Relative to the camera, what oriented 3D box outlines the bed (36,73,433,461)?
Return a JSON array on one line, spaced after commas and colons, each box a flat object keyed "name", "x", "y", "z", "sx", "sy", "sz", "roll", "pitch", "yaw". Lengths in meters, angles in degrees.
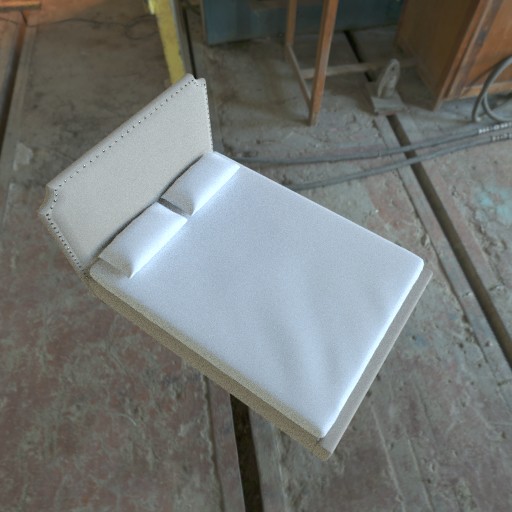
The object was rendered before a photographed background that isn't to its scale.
[{"name": "bed", "x": 0.000, "y": 0.000, "z": 3.388, "sx": 2.372, "sy": 1.443, "sz": 1.713, "roll": 31, "pitch": 62, "yaw": 18}]
